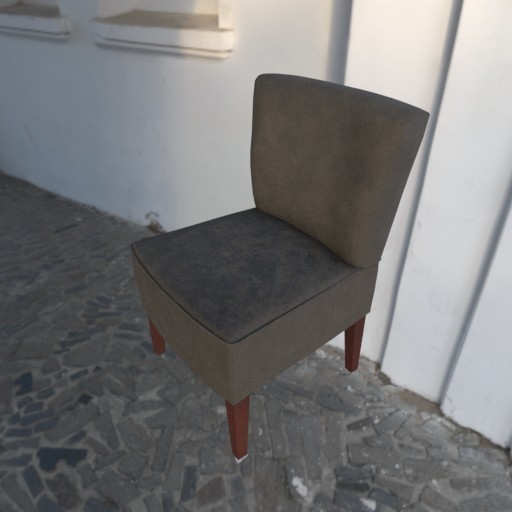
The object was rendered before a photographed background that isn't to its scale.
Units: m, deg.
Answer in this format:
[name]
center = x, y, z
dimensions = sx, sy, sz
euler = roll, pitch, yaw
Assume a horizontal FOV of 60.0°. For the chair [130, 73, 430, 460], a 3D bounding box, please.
[chair]
center = 0.000, 0.000, 1.171
dimensions = 0.554, 0.806, 0.521
euler = -22, 39, -30
